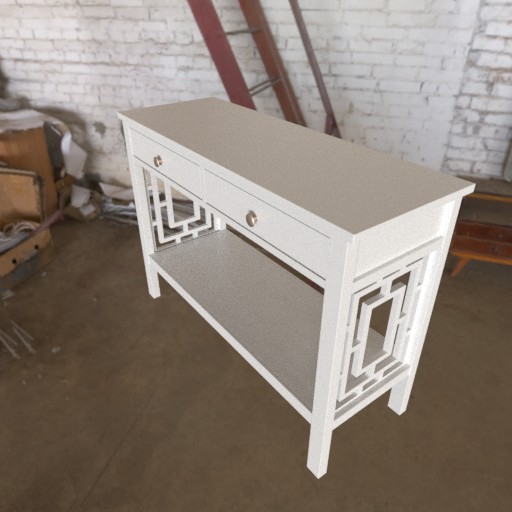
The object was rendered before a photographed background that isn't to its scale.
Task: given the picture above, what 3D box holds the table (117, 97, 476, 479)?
[{"bbox_3d":[0.000,0.000,1.425,0.397,0.753,1.068,-22,38,-31],"label":"table"}]
